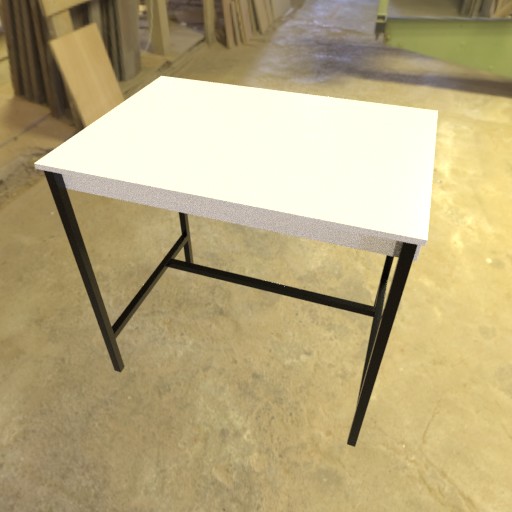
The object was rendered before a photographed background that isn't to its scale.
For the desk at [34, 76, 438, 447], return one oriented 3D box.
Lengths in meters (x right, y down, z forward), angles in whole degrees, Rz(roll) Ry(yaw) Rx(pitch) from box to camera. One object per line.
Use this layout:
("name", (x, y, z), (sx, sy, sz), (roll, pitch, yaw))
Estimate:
("desk", (0.000, 0.000, 1.307), (0.811, 0.766, 0.573), (13, 42, 14))
